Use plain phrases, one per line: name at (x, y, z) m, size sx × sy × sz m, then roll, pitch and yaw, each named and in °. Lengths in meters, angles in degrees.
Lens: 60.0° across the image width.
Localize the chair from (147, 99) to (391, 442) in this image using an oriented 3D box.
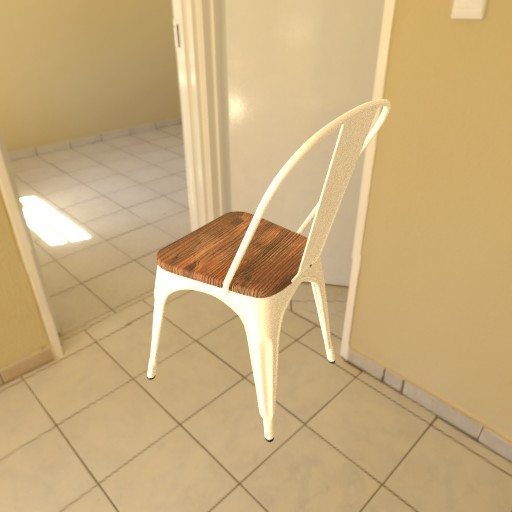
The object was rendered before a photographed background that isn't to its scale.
chair at (0.000, 0.000, 1.185) m, size 0.521 × 0.851 × 0.452 m, roll 21°, pitch 37°, yaw 30°
